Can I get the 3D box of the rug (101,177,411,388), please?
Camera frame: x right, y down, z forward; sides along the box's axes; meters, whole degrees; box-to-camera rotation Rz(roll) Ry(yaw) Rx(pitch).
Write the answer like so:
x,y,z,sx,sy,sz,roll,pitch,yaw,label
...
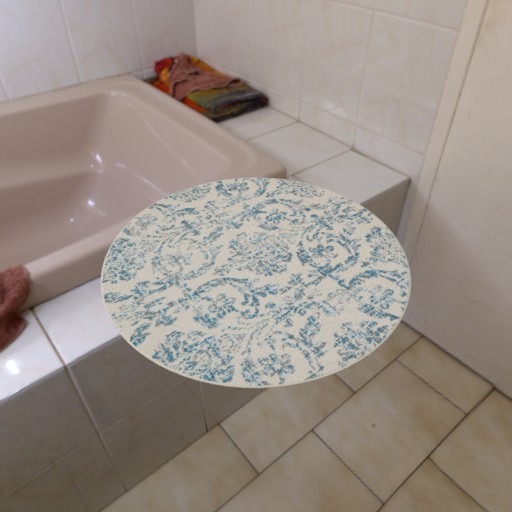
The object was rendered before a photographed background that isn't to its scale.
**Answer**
x,y,z,sx,sy,sz,roll,pitch,yaw,label
0.000,0.000,2.351,1.593,0.012,1.593,0,41,0,rug
